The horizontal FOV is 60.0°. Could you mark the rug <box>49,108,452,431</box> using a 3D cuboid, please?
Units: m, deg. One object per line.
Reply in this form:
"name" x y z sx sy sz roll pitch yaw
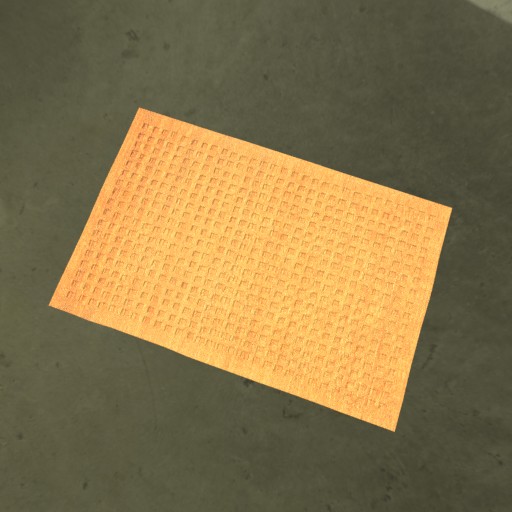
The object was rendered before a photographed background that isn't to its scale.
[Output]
"rug" 0.000 0.000 2.221 1.747 0.006 1.143 19 78 4
